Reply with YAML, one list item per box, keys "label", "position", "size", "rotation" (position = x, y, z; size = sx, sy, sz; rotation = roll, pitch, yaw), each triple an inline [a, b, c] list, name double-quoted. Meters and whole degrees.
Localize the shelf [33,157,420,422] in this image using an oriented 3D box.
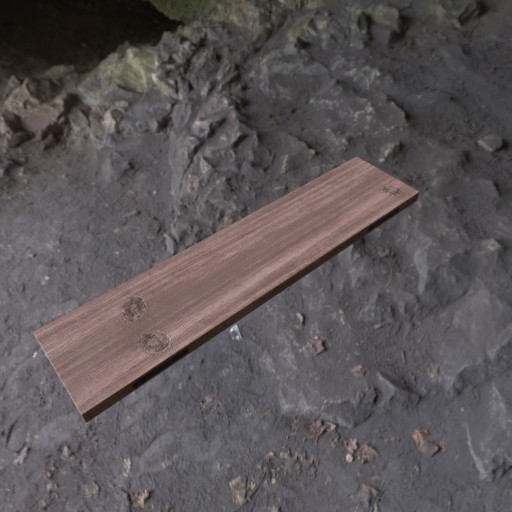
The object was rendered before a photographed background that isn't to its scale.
- label: "shelf"
  position: [0.000, 0.000, 0.660]
  size: [0.610, 0.020, 0.140]
  rotation: [-31, 53, -27]
